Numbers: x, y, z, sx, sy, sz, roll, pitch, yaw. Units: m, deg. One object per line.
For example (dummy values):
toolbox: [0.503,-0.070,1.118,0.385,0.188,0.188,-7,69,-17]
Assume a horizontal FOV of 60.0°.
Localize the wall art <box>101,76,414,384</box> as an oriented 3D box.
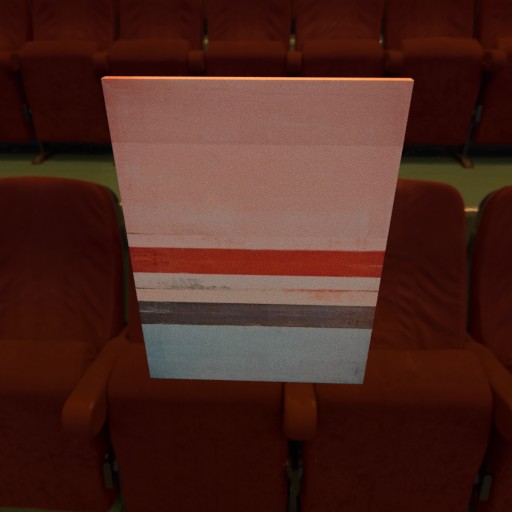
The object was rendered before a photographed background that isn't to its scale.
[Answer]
wall art: [0.000,0.000,1.350,0.761,1.016,0.039,1,30,2]
